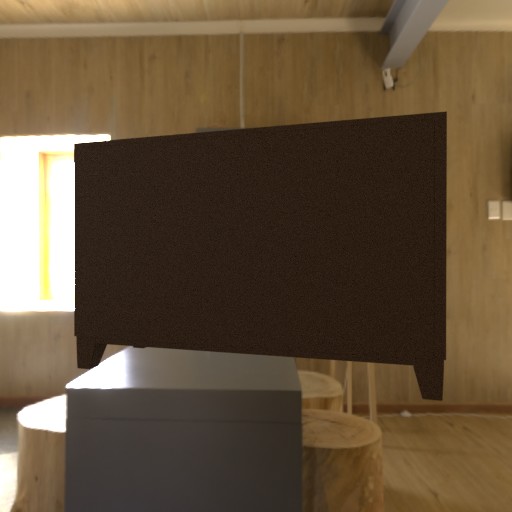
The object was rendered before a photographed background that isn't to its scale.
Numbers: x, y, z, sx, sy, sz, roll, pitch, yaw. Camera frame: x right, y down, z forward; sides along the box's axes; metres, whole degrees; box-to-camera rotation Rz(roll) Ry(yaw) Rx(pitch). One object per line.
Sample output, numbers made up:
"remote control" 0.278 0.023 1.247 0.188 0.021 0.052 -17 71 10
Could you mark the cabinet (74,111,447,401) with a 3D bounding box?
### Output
"cabinet" 0.000 0.000 1.826 1.396 0.914 0.482 0 0 17
